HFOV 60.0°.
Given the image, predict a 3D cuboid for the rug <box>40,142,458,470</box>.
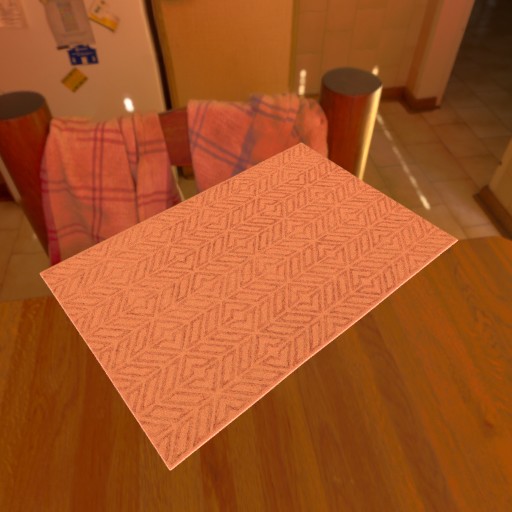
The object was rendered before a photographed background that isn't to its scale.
[{"bbox_3d":[0.000,0.000,2.315,1.828,0.007,1.220,-32,55,-26],"label":"rug"}]
